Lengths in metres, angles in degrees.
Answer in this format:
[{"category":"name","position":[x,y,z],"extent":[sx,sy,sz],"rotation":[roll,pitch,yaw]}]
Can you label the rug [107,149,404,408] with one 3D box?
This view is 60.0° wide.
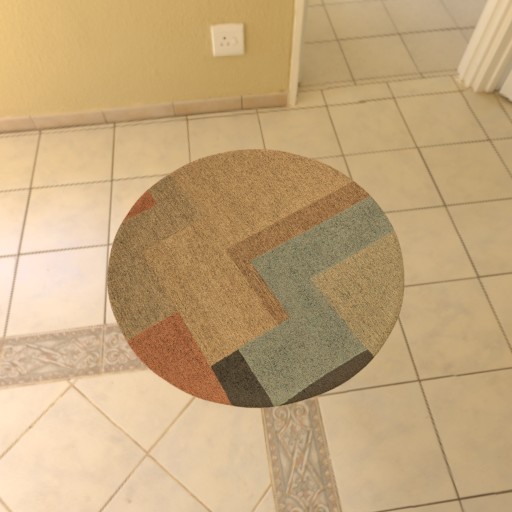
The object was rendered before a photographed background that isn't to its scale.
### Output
[{"category":"rug","position":[0.000,0.000,3.713],"extent":[2.461,0.033,2.461],"rotation":[0,58,0]}]
